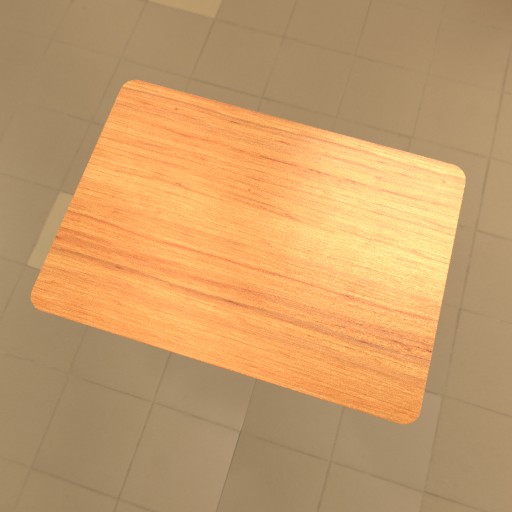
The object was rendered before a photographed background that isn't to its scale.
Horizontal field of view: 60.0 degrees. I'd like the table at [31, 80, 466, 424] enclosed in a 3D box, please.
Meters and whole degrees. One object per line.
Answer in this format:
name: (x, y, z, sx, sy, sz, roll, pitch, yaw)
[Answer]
table: (0.000, 0.000, 1.372, 0.997, 0.445, 0.696, 16, 76, 4)
